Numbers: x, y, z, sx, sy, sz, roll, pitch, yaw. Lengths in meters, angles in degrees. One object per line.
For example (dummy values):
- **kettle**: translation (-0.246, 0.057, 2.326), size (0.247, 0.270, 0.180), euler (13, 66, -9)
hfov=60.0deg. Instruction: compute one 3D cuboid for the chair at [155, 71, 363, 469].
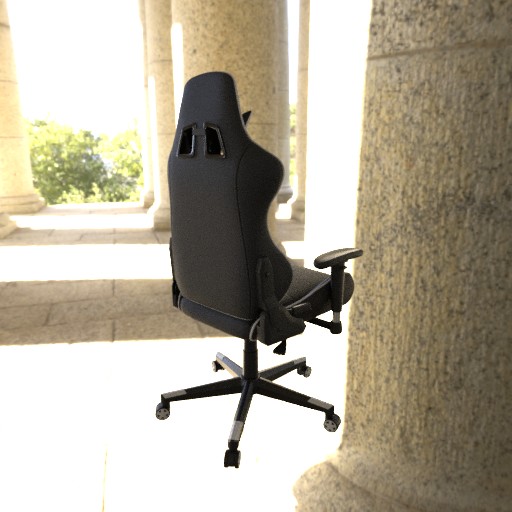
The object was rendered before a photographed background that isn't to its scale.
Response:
- **chair**: translation (0.000, 0.000, 1.654), size (0.700, 1.240, 0.700), euler (13, 19, 42)
